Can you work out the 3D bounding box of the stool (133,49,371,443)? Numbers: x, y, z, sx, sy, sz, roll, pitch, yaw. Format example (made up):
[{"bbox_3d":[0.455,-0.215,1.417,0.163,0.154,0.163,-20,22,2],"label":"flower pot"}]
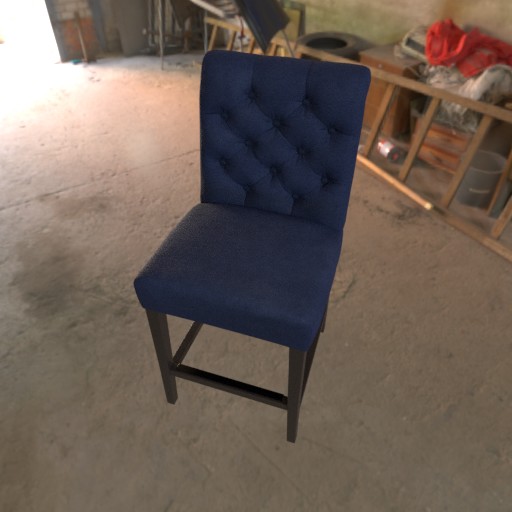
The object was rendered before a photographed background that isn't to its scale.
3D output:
[{"bbox_3d":[0.000,0.000,1.348,0.493,1.010,0.601,13,43,14],"label":"stool"}]
